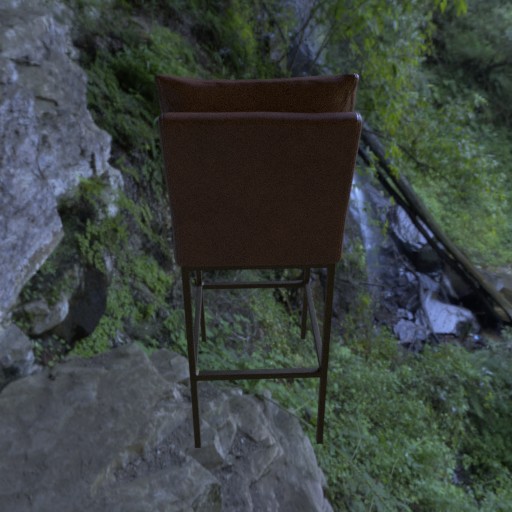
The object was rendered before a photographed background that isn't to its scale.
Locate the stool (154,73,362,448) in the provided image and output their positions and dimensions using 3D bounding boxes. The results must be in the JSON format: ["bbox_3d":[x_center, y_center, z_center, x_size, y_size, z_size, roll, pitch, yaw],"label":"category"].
[{"bbox_3d":[0.000,0.000,1.397,0.463,1.124,0.571,-1,30,-2],"label":"stool"}]
